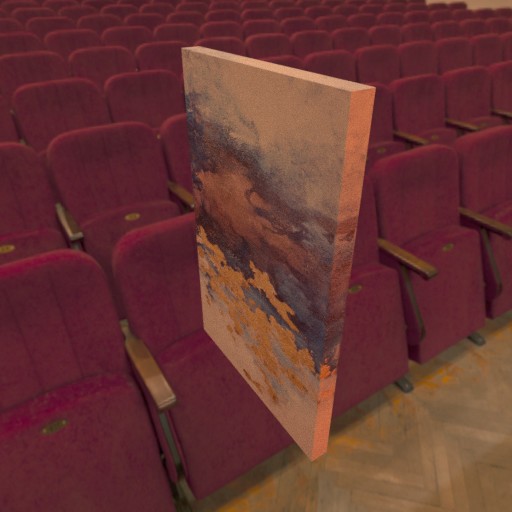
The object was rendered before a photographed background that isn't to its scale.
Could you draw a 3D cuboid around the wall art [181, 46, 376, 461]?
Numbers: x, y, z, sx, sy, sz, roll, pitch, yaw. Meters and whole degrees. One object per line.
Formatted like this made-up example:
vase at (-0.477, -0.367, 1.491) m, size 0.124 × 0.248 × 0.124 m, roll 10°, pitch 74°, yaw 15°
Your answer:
wall art at (0.000, 0.000, 1.083) m, size 0.048 × 0.874 × 0.583 m, roll -19°, pitch 36°, yaw -27°
